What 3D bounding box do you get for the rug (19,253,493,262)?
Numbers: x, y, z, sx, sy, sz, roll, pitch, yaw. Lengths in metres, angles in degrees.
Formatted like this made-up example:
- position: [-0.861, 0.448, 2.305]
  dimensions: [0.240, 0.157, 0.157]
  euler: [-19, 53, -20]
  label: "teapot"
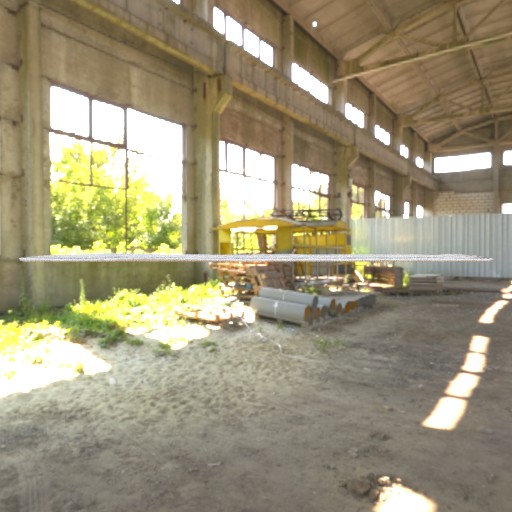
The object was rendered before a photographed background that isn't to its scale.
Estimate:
- position: [0.000, 0.000, 3.038]
  dimensions: [2.447, 0.036, 1.537]
  euler: [0, 1, -1]
  label: "rug"
